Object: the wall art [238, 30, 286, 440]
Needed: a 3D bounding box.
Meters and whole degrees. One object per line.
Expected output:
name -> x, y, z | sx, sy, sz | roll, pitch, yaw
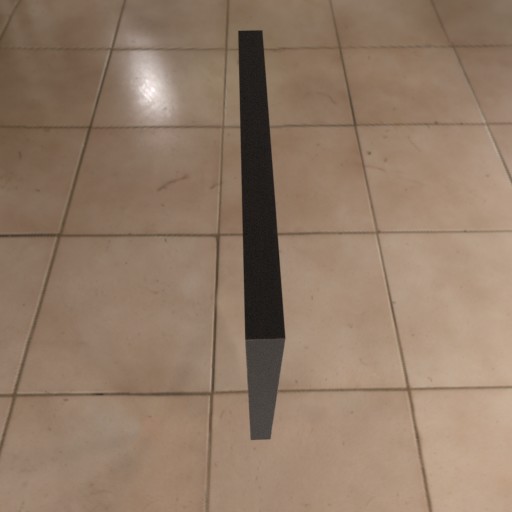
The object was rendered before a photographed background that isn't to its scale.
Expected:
wall art -> 0.000, 0.000, 0.767 | 0.038, 0.508, 0.508 | -2, 58, -1
